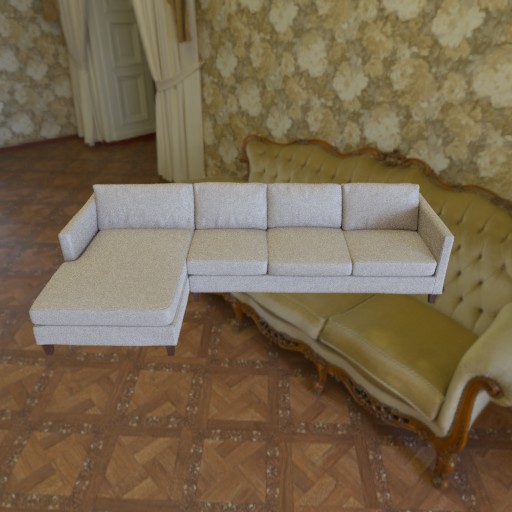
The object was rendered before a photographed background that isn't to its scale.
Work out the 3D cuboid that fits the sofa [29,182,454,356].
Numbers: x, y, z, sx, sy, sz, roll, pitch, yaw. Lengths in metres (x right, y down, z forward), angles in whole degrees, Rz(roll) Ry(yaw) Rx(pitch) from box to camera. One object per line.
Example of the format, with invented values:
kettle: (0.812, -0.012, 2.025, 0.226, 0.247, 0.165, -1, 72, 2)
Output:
sofa: (0.000, 0.000, 3.753, 3.186, 0.846, 1.625, 0, 30, 1)
